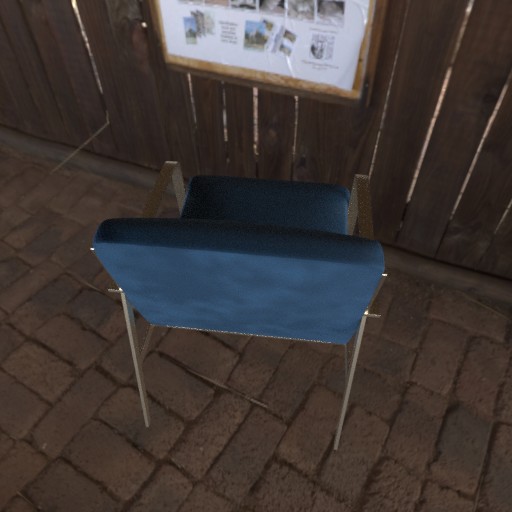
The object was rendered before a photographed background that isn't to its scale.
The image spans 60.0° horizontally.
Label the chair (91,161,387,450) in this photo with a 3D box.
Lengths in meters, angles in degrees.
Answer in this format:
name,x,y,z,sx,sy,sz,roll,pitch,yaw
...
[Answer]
name,x,y,z,sx,sy,sz,roll,pitch,yaw
chair,0.000,0.000,1.440,0.692,0.831,0.859,5,46,5
